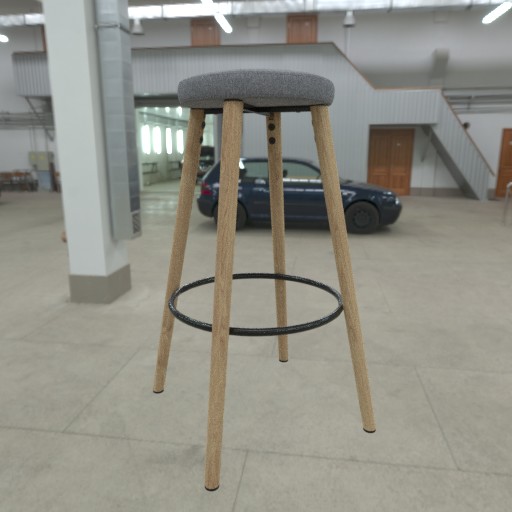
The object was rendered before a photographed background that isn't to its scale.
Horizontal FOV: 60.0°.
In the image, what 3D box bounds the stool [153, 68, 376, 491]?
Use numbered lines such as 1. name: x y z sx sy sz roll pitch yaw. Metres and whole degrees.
1. stool: 0.000 0.000 0.997 0.410 0.770 0.410 -7 15 -26
